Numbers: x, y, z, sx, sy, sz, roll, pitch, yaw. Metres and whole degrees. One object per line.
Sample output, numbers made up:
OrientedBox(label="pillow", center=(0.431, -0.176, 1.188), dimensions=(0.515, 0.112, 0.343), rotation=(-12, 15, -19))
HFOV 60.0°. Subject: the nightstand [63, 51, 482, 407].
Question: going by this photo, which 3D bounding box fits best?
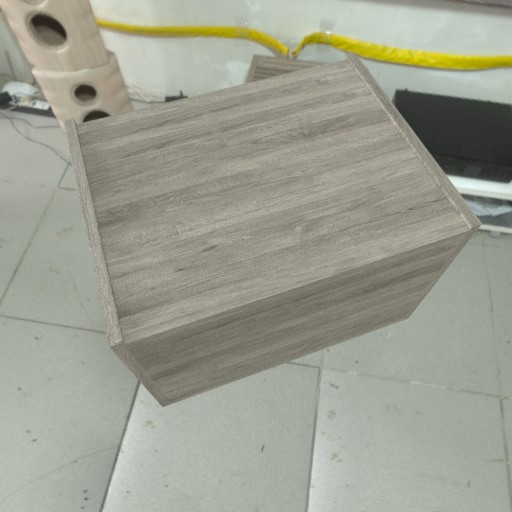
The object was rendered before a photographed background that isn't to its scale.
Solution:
OrientedBox(label="nightstand", center=(0.000, 0.000, 0.833), dimensions=(0.480, 0.500, 0.380), rotation=(-17, 61, -10))
